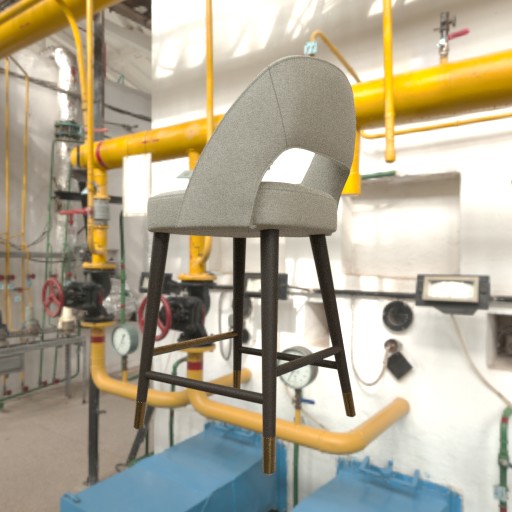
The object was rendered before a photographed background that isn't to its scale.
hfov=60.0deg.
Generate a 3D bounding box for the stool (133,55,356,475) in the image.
[{"bbox_3d":[0.000,0.000,1.243,0.509,0.940,0.494,0,0,36],"label":"stool"}]
